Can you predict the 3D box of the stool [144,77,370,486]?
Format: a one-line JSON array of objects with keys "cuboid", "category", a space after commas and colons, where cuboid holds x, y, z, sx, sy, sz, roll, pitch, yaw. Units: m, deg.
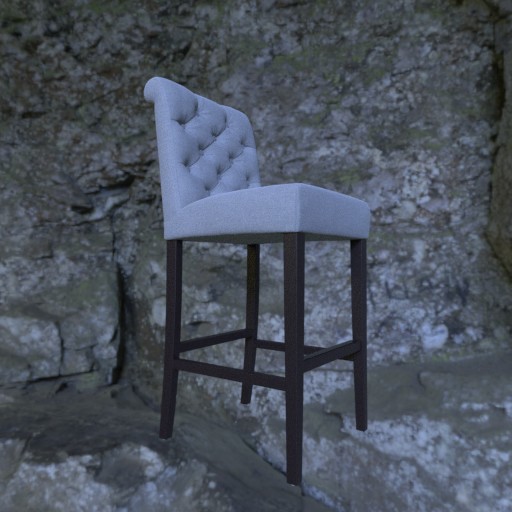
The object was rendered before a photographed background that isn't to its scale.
[{"cuboid": [0.000, 0.000, 1.438, 0.601, 1.140, 0.493, -1, -1, 36], "category": "stool"}]
